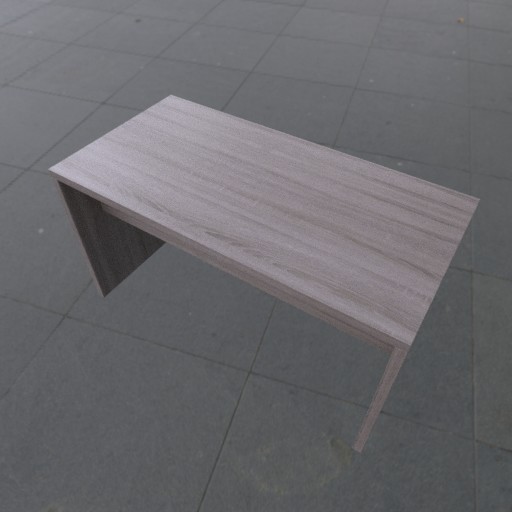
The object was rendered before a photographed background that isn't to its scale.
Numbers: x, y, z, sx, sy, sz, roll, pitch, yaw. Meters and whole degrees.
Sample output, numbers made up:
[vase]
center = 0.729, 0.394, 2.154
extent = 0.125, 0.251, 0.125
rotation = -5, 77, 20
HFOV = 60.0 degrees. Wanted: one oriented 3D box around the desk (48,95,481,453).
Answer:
[desk]
center = 0.000, 0.000, 1.842
extent = 1.380, 0.745, 0.690
rotation = 25, 51, 22
